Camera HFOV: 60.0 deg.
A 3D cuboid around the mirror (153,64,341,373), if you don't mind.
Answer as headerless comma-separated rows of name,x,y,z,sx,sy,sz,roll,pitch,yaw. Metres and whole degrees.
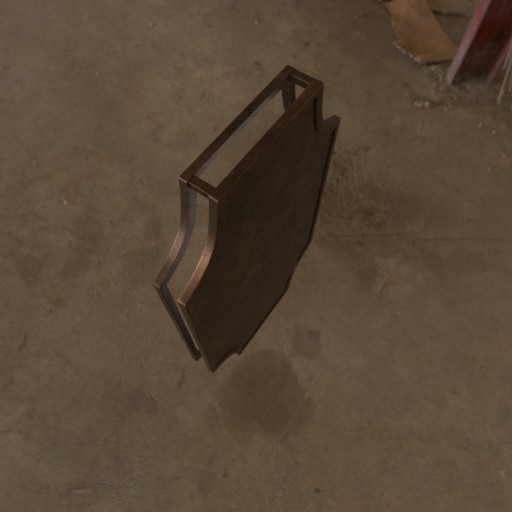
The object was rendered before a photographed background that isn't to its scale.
mirror,0.000,0.000,0.981,0.066,0.811,0.462,33,68,15
